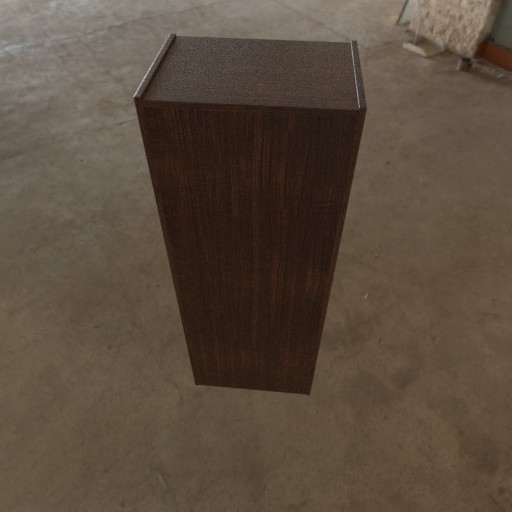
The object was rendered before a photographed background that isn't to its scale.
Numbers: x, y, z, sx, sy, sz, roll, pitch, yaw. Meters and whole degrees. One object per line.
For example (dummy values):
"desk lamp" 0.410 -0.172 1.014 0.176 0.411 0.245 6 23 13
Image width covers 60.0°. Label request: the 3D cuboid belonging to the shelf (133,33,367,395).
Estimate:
"shelf" 0.000 0.000 1.275 0.415 1.099 0.290 4 47 4
